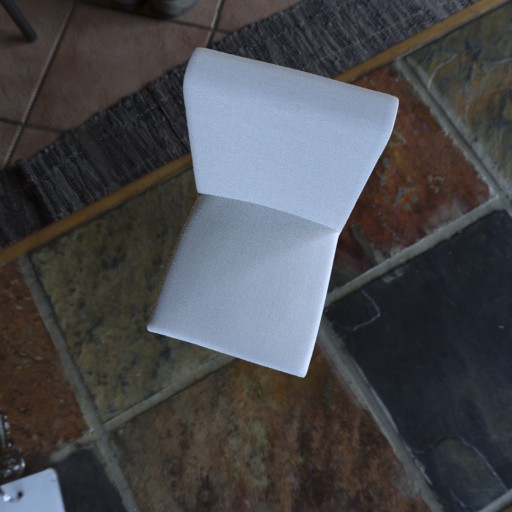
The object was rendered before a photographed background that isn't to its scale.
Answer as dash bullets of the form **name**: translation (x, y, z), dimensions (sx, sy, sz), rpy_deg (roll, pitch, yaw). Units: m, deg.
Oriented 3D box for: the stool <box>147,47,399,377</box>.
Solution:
- **stool**: translation (0.000, 0.000, 1.315), dimensions (0.452, 0.976, 0.597), rpy_deg (16, 76, 4)
